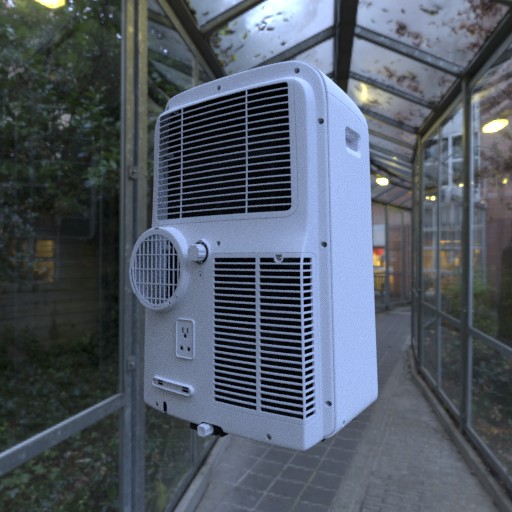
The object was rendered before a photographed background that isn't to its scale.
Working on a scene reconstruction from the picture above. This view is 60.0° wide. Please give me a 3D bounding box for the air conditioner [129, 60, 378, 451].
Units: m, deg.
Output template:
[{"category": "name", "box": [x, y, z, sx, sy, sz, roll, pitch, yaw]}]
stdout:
[{"category": "air conditioner", "box": [0.000, 0.000, 0.964, 0.454, 0.700, 0.365, 0, 0, 36]}]
